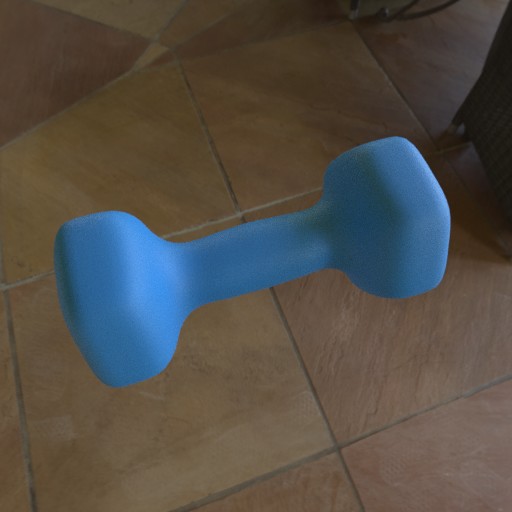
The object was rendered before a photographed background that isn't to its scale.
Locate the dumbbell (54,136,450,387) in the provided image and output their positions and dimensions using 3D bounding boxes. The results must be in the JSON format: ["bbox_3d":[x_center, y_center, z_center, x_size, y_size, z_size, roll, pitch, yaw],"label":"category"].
[{"bbox_3d":[0.000,0.000,0.186,0.152,0.066,0.074,-15,65,-7],"label":"dumbbell"}]
